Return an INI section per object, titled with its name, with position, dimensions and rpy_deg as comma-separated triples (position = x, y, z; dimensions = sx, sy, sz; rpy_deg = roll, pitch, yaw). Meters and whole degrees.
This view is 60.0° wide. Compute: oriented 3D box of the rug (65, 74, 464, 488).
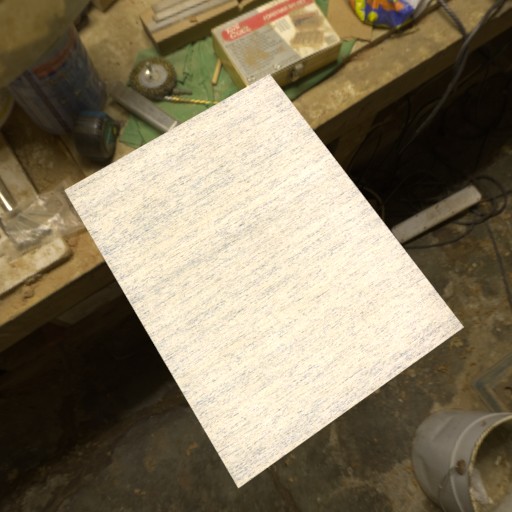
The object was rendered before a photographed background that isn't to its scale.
[rug]
position = 0.000, 0.000, 4.213
dimensions = 2.438, 0.006, 3.197
rpy_deg = -32, 78, -8
